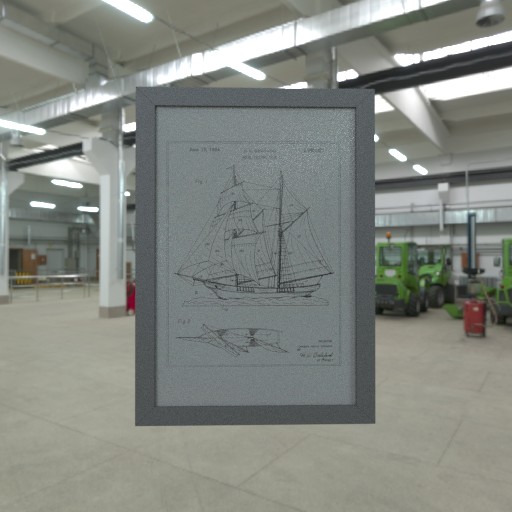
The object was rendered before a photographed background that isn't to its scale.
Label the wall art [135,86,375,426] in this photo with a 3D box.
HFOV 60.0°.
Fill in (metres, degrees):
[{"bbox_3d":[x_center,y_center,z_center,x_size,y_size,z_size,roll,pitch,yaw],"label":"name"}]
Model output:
[{"bbox_3d":[0.000,0.000,0.708,0.380,0.534,0.013,0,0,-2],"label":"wall art"}]
